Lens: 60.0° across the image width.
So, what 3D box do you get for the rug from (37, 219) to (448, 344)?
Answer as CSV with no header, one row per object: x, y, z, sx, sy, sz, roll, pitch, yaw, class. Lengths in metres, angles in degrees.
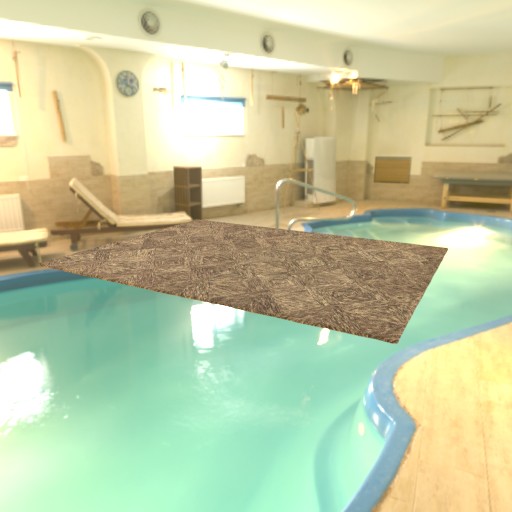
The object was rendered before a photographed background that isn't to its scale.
0.000,0.000,4.291,3.204,0.017,2.448,9,18,28,rug
